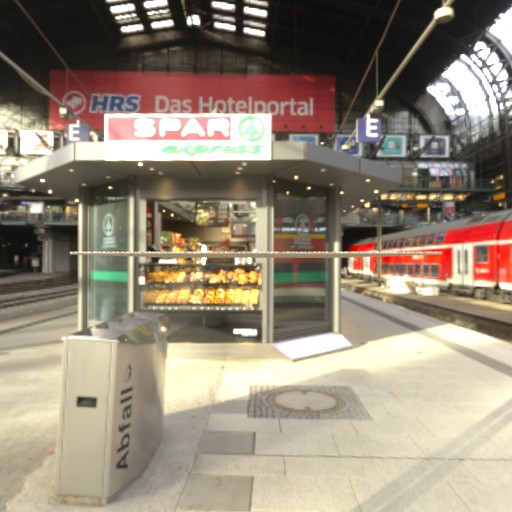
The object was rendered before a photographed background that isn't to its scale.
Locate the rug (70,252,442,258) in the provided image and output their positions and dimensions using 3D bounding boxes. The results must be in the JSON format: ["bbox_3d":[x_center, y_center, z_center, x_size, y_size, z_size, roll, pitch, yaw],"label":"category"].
[{"bbox_3d":[0.000,0.000,2.283,1.175,0.008,1.783,0,-1,0],"label":"rug"}]
